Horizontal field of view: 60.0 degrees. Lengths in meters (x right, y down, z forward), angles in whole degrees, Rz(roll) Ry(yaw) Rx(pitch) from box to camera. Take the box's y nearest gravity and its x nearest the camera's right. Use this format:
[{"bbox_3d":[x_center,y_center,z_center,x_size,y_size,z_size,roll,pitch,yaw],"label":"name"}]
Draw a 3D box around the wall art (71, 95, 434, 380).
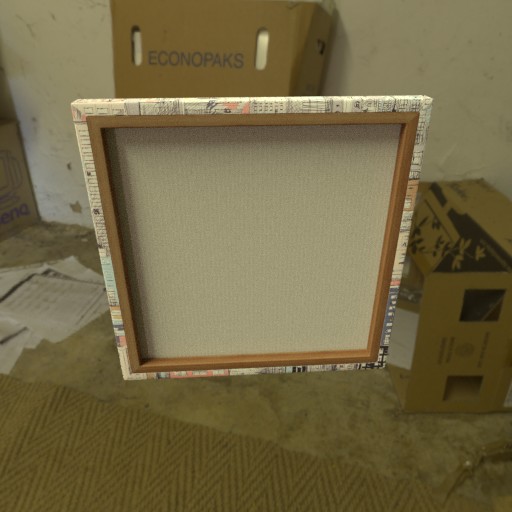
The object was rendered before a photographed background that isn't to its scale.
[{"bbox_3d":[0.000,0.000,0.897,0.607,0.608,0.038,-2,29,-3],"label":"wall art"}]
